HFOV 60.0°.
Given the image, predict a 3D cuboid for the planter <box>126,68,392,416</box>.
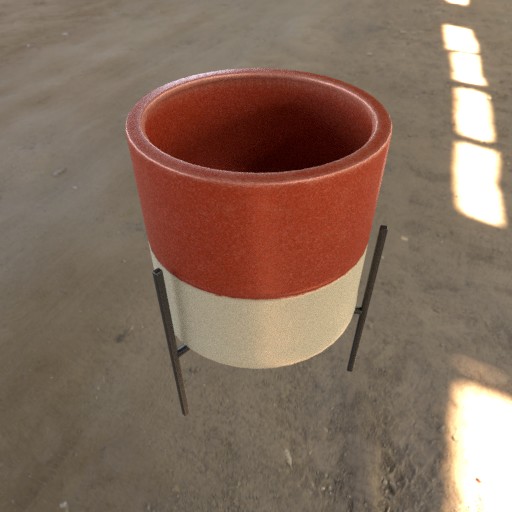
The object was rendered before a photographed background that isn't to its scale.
[{"bbox_3d":[0.000,0.000,0.516,0.235,0.354,0.251,-11,43,-12],"label":"planter"}]
